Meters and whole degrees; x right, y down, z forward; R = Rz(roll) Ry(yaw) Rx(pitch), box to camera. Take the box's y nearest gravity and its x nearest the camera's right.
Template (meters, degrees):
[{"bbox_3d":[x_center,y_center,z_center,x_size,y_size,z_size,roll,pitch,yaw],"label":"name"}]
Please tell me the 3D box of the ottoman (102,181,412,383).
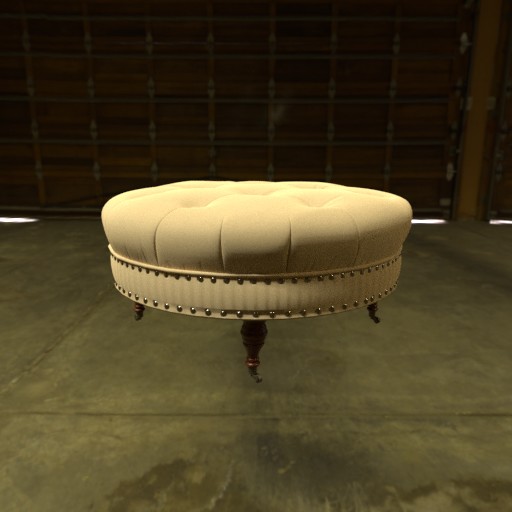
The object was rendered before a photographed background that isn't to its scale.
[{"bbox_3d":[0.000,0.000,1.370,0.901,0.439,0.901,0,13,0],"label":"ottoman"}]
